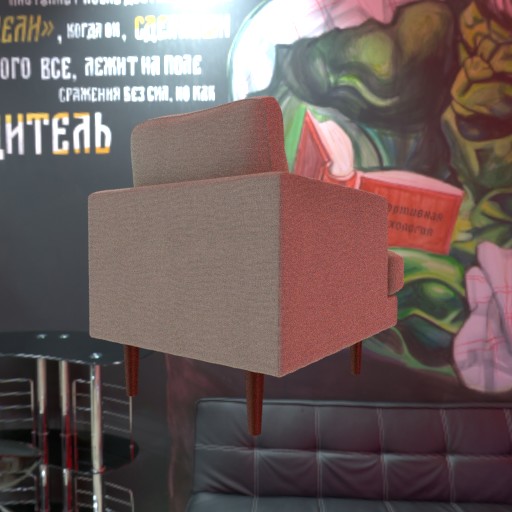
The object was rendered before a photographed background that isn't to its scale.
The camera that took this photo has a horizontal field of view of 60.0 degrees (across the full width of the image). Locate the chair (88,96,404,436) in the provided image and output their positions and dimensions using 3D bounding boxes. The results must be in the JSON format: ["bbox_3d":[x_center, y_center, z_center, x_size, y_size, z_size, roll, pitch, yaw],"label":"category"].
[{"bbox_3d":[0.000,0.000,1.678,0.858,0.957,0.899,1,2,36],"label":"chair"}]
